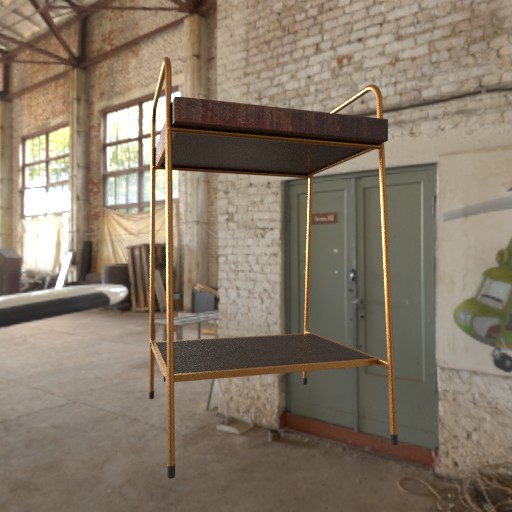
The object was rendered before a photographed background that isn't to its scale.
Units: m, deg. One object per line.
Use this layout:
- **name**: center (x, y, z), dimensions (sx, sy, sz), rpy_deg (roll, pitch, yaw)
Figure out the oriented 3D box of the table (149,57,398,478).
- **table**: center (0.000, 0.000, 0.974), dimensions (0.430, 0.710, 0.430), rpy_deg (0, 0, -18)
